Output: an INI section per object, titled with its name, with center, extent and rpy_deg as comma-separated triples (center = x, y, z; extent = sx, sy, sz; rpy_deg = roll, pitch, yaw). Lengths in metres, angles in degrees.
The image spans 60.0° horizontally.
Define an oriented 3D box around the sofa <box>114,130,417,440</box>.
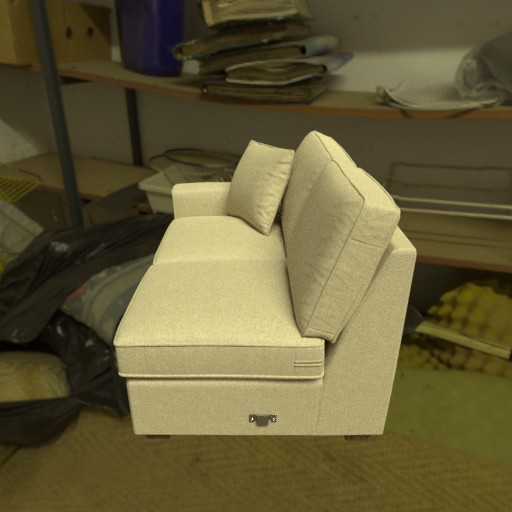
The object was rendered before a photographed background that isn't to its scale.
[sofa]
center = 0.000, 0.000, 2.089
extent = 0.991, 0.989, 1.388
rpy_deg = 0, 26, 0
